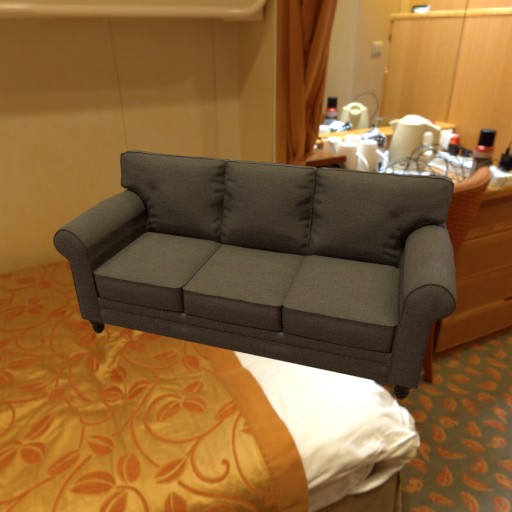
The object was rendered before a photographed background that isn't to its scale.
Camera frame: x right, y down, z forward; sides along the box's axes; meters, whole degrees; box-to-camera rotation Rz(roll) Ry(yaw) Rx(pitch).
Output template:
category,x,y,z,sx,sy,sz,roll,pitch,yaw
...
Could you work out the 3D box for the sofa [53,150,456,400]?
category,x,y,z,sx,sy,sz,roll,pitch,yaw
sofa,0.000,0.000,2.582,2.084,0.966,0.909,8,28,16
